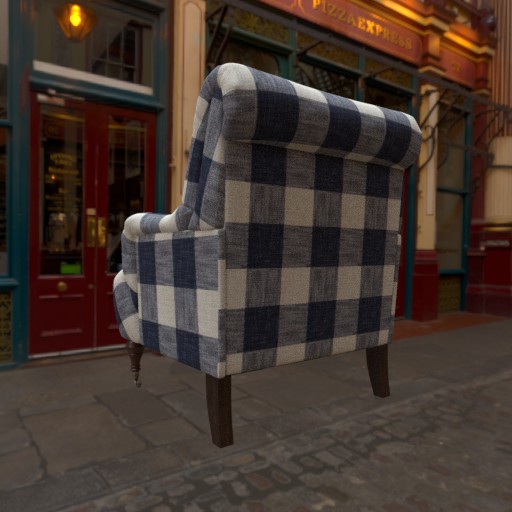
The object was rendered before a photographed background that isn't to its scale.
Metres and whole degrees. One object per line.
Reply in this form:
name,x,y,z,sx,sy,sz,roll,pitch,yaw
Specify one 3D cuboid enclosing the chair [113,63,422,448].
chair,0.000,0.000,1.556,0.781,0.953,0.848,-1,1,-36
